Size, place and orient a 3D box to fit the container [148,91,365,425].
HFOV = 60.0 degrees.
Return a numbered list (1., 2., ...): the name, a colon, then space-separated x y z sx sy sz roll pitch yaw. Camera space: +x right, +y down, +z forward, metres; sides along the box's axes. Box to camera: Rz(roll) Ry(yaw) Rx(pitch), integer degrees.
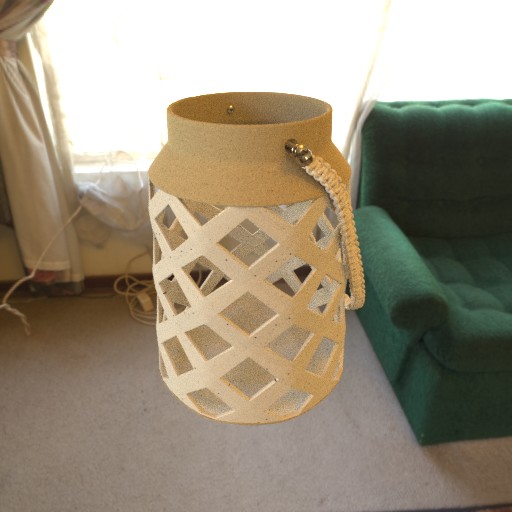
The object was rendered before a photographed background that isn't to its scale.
1. container: 0.000 0.000 0.348 0.172 0.229 0.163 -11 32 -19
